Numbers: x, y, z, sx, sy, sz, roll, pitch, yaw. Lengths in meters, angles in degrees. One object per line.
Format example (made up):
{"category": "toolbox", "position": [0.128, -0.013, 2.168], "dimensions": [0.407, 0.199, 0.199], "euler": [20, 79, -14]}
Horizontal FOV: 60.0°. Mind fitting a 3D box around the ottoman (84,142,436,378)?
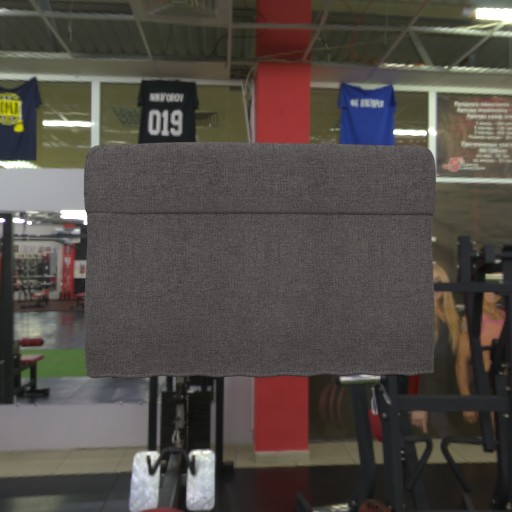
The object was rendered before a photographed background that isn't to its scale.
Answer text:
{"category": "ottoman", "position": [0.000, 0.000, 1.203], "dimensions": [0.652, 0.492, 0.833], "euler": [0, -1, -2]}
